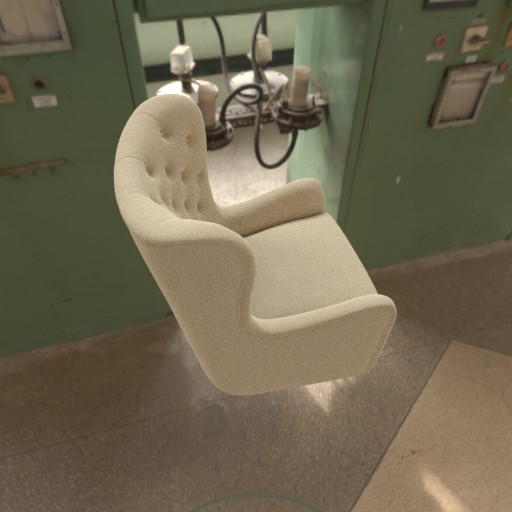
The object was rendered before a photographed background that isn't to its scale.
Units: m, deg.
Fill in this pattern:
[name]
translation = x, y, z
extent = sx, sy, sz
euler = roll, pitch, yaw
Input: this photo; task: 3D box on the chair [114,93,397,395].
[chair]
translation = 0.000, 0.000, 1.810
extent = 0.929, 1.079, 0.831
euler = -11, 47, -10
